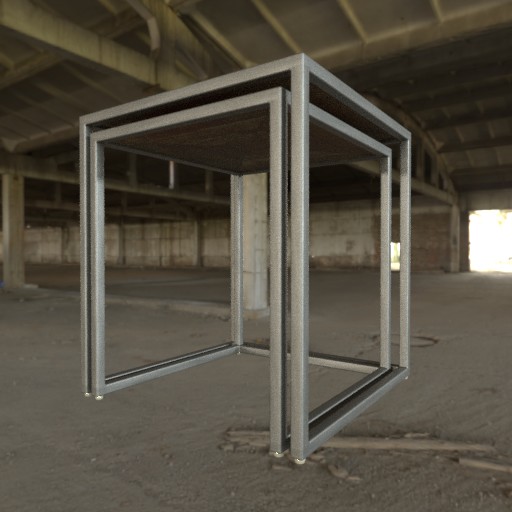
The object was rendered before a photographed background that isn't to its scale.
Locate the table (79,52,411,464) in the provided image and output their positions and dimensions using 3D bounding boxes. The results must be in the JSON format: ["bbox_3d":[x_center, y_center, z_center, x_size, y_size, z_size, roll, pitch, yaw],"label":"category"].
[{"bbox_3d":[0.000,0.000,0.842,0.450,0.500,0.449,1,1,35],"label":"table"}]
